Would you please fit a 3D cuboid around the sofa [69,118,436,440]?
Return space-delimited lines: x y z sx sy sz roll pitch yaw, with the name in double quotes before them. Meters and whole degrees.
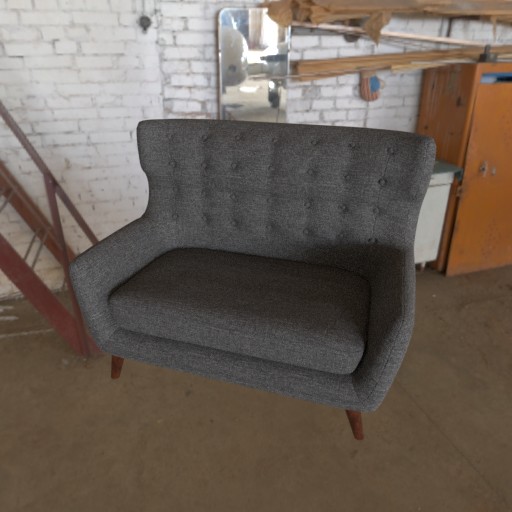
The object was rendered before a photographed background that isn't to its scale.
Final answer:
"sofa" 0.000 0.000 1.953 1.358 1.028 0.874 8 27 16
